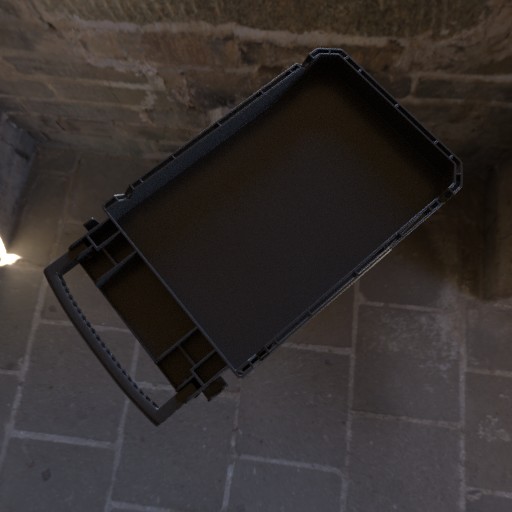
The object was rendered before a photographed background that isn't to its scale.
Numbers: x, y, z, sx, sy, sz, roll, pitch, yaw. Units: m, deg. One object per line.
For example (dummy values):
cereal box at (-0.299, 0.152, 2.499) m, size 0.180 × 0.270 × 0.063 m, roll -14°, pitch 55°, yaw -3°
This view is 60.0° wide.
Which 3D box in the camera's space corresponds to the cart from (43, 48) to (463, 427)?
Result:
cart at (0.000, 0.000, 1.777) m, size 1.239 × 0.884 × 0.674 m, roll -39°, pitch 78°, yaw -10°
